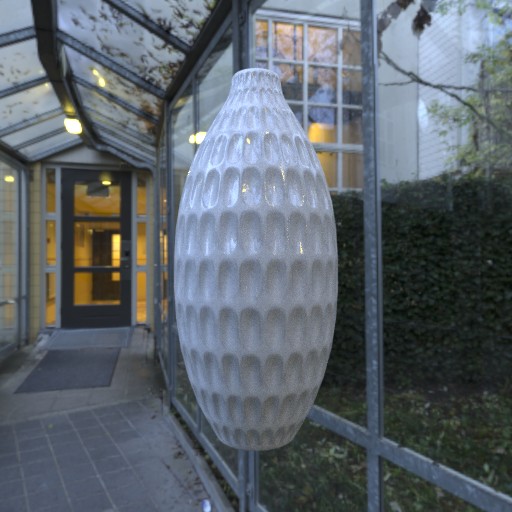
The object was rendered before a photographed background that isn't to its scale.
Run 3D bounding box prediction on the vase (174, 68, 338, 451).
[{"bbox_3d":[0.000,0.000,0.349,0.127,0.282,0.127,0,0,0],"label":"vase"}]
